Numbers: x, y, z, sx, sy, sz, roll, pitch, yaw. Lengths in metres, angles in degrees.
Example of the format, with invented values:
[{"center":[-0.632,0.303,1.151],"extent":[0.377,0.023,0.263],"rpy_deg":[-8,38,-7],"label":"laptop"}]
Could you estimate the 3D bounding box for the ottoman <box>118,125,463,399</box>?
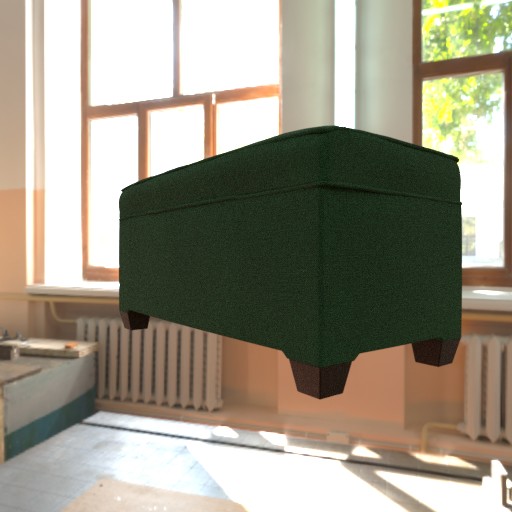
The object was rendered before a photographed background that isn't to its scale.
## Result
[{"center":[0.000,0.000,1.205],"extent":[0.483,0.471,0.957],"rpy_deg":[0,0,-37],"label":"ottoman"}]
